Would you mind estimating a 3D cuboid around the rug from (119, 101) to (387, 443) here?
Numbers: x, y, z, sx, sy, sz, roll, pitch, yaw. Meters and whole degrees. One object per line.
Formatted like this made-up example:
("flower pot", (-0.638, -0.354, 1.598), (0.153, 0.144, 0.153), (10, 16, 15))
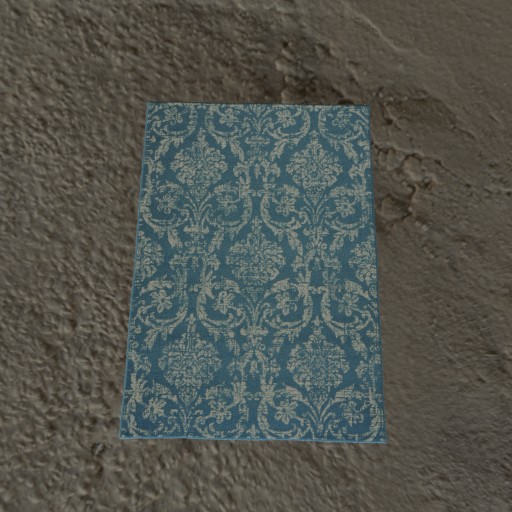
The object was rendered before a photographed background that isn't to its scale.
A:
("rug", (0.000, 0.000, 2.833), (1.554, 0.012, 2.205), (1, 76, 0))
